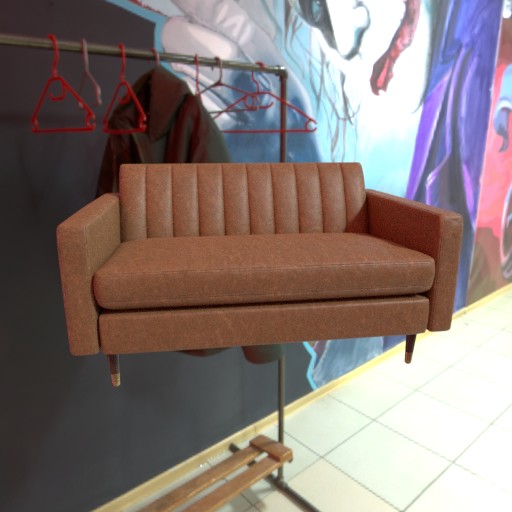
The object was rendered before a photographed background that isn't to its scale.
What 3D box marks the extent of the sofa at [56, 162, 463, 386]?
[{"bbox_3d":[0.000,0.000,2.099,1.549,0.820,0.960,-2,15,-8],"label":"sofa"}]
